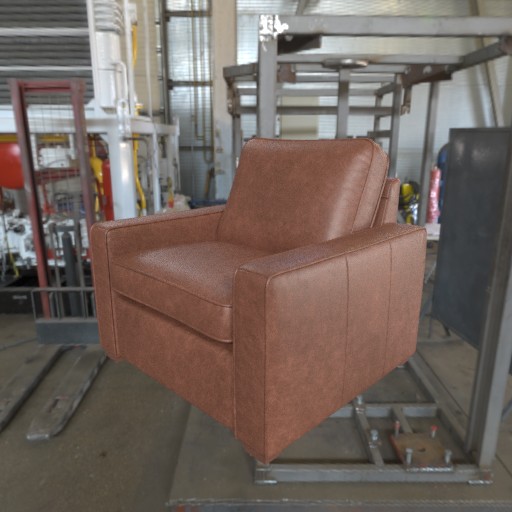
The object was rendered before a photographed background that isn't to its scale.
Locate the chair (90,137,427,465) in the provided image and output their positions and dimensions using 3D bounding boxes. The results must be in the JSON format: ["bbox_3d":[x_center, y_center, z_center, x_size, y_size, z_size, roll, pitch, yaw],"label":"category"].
[{"bbox_3d":[0.000,0.000,1.776,1.017,0.919,0.940,14,21,43],"label":"chair"}]
